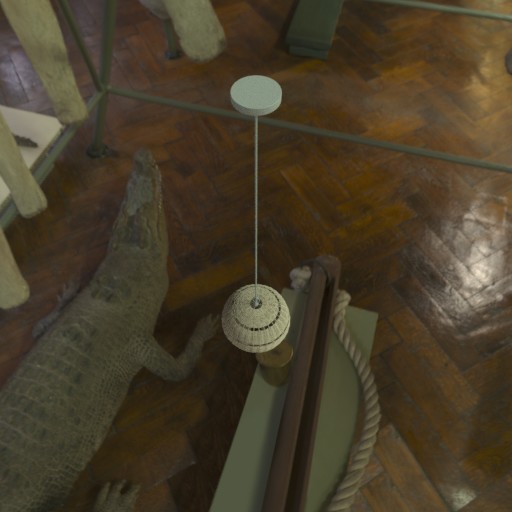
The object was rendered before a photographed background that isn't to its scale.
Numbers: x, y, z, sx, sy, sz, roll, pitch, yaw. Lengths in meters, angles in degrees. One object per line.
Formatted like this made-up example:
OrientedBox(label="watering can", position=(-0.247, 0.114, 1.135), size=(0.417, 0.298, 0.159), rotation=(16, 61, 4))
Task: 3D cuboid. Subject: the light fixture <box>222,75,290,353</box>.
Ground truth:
OrientedBox(label="light fixture", position=(0.000, 0.000, 2.297), size=(0.457, 2.019, 0.457), rotation=(15, 59, 9))
